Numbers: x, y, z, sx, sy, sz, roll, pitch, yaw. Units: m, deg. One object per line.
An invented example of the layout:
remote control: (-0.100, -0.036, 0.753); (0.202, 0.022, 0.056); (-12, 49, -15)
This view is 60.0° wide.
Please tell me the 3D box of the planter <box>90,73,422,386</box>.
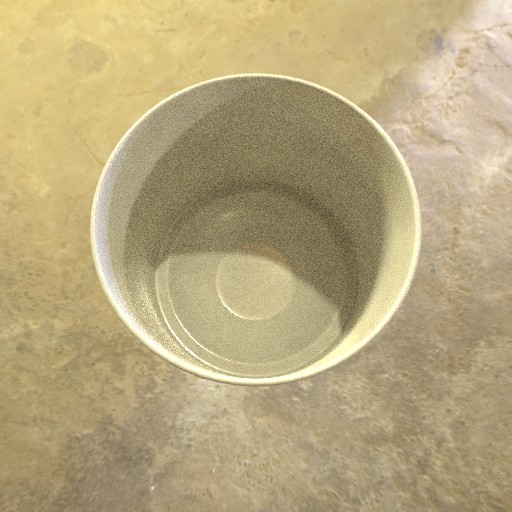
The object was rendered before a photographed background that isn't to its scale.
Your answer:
planter: (0.000, 0.000, 0.450); (0.250, 0.239, 0.250); (0, 75, 0)
